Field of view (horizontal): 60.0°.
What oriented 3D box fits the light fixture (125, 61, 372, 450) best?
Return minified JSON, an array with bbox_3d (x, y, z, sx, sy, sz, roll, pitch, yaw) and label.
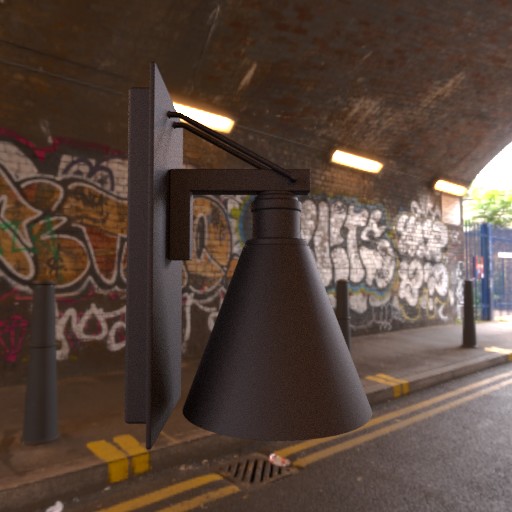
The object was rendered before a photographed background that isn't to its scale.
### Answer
[{"bbox_3d":[0.000,0.000,0.412,0.207,0.298,0.170,0,-3,-1],"label":"light fixture"}]
